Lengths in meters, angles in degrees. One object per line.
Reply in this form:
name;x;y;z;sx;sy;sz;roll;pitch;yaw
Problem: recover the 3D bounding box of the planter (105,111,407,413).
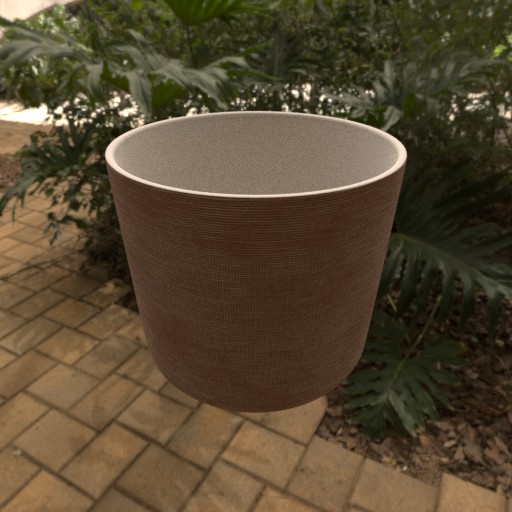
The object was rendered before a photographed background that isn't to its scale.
planter;0.000;0.000;0.770;0.440;0.398;0.440;0;30;0
